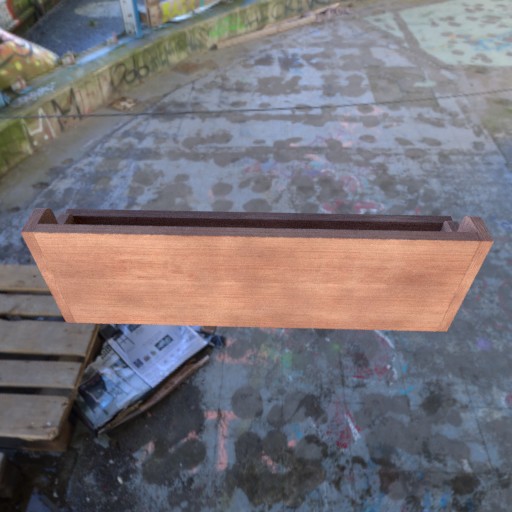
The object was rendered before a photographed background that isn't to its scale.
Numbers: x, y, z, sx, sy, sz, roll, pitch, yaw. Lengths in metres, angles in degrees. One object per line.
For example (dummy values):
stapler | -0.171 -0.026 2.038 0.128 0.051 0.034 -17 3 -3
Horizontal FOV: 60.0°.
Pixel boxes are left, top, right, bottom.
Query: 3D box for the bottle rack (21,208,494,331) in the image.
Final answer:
bottle rack | 0.000 0.000 0.683 0.608 0.196 0.126 1 45 1
